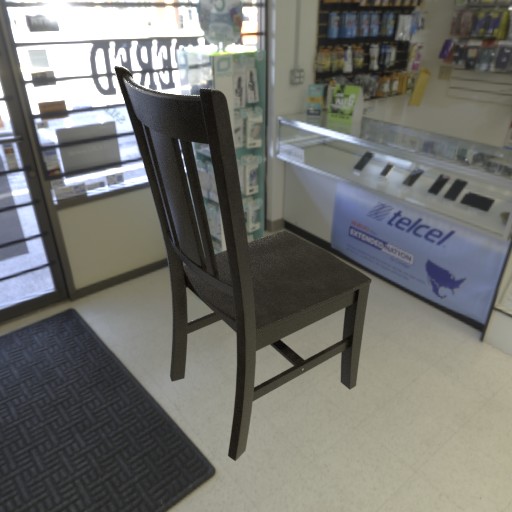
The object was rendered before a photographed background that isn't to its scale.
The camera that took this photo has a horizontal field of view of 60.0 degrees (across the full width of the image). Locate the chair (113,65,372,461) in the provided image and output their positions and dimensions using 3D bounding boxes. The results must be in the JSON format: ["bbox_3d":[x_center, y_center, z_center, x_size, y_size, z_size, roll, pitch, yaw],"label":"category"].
[{"bbox_3d":[0.000,0.000,1.262,0.555,0.998,0.450,-19,35,-31],"label":"chair"}]
